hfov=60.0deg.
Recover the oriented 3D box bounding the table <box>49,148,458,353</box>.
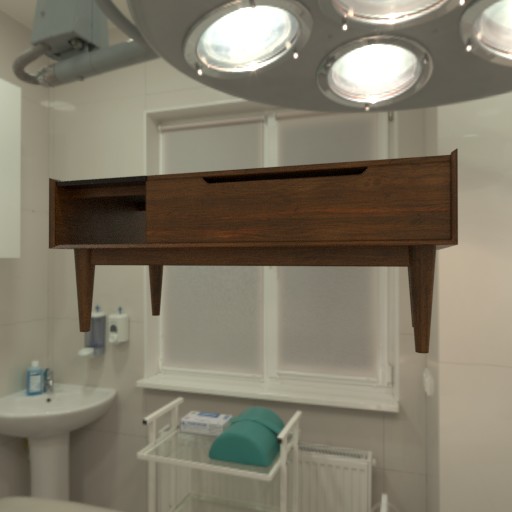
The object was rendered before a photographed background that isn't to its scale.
[{"bbox_3d":[0.000,0.000,1.542,1.221,0.508,0.610,0,0,18],"label":"table"}]
